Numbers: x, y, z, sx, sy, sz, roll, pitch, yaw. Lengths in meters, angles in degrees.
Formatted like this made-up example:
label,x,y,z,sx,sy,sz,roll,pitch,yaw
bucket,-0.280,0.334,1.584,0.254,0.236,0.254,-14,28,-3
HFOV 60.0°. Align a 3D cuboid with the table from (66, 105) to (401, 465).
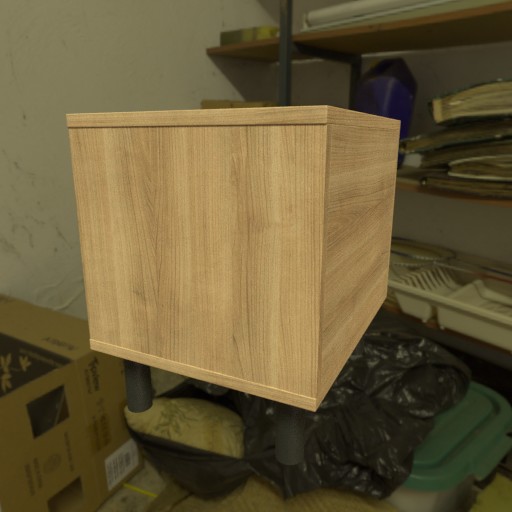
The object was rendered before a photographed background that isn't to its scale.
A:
label,x,y,z,sx,sy,sz,roll,pitch,yaw
table,0.000,0.000,0.773,0.380,0.460,0.445,7,17,26
